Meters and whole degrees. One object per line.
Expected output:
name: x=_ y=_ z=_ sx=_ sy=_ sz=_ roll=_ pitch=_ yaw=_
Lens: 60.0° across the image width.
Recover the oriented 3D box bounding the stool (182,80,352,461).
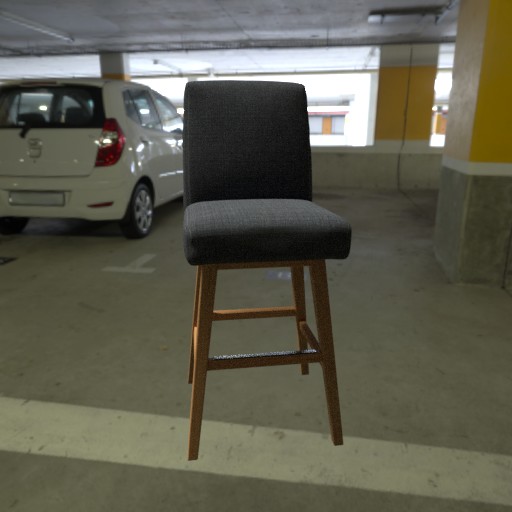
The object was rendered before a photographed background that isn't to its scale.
stool: x=0.000 y=0.000 z=1.433 sx=0.483 sy=1.112 sz=0.570 roll=-2 pitch=16 yaw=-8
